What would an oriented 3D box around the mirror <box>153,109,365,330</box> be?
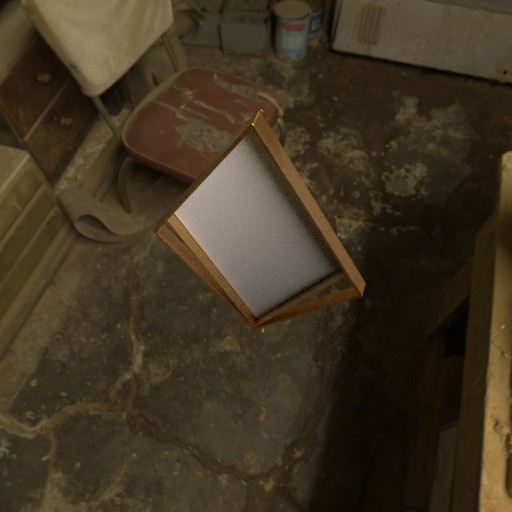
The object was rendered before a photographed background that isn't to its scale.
[{"bbox_3d":[0.000,0.000,0.845,0.419,0.679,0.032,17,60,10],"label":"mirror"}]
